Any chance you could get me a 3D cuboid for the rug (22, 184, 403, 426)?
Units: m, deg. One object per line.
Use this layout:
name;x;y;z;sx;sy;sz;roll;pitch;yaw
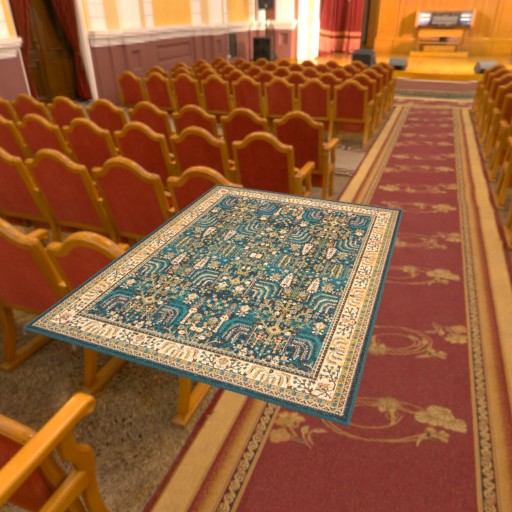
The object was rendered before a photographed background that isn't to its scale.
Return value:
rug;0.000;0.000;3.898;2.226;0.015;3.044;11;31;18
